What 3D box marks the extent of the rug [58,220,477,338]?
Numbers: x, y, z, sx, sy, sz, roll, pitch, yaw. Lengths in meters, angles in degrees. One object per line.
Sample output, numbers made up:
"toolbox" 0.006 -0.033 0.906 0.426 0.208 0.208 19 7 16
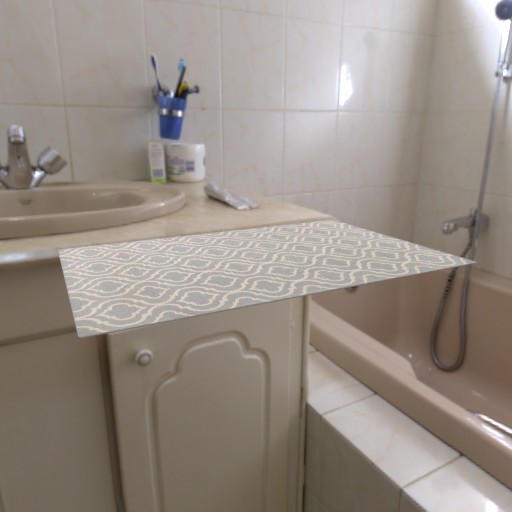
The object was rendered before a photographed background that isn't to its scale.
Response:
"rug" 0.000 0.000 2.194 1.749 0.015 1.141 -8 18 -25
